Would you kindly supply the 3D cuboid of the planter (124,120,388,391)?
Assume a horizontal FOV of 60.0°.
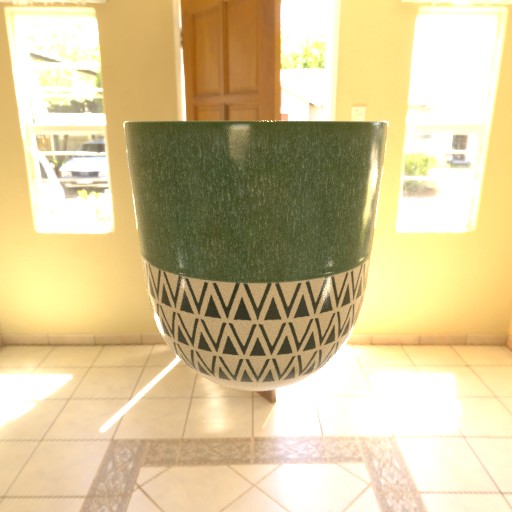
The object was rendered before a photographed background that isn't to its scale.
[{"bbox_3d":[0.000,0.000,0.369,0.195,0.214,0.195,0,17,0],"label":"planter"}]
